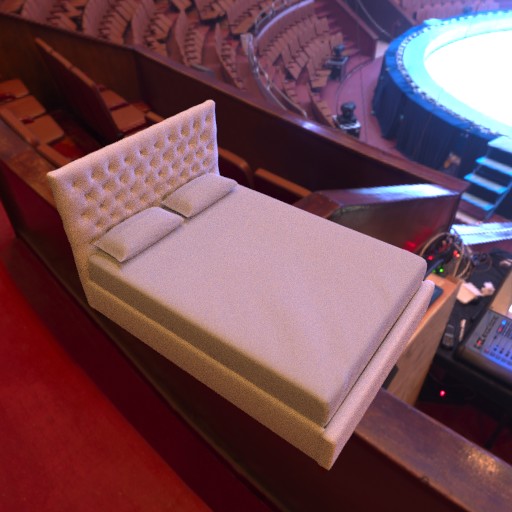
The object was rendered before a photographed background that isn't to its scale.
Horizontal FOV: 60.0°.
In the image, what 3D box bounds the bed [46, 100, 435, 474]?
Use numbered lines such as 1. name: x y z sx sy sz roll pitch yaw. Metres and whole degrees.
1. bed: 0.000 0.000 3.438 2.387 1.427 1.698 26 47 27
